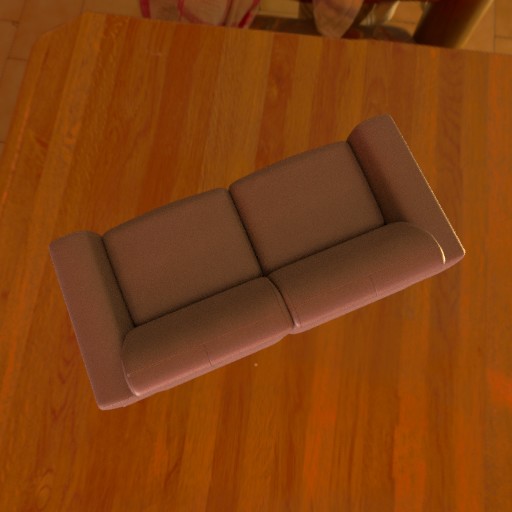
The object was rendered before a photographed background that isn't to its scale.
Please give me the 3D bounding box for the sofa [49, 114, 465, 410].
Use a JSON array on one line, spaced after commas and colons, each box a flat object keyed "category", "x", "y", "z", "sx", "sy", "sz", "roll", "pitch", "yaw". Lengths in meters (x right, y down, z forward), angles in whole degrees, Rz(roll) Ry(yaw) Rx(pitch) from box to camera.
[{"category": "sofa", "x": 0.000, "y": 0.000, "z": 2.326, "sx": 1.901, "sy": 0.772, "sz": 0.900, "roll": -22, "pitch": 77, "yaw": -5}]
